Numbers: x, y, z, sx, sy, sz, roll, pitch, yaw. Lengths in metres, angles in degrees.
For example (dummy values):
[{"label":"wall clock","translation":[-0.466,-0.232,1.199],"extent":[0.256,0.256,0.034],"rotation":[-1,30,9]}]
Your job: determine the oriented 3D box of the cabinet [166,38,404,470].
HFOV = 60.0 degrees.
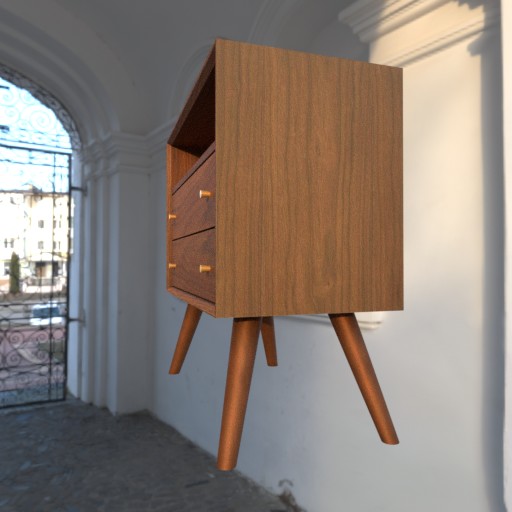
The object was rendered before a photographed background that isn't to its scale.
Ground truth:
[{"label":"cabinet","translation":[0.000,0.000,1.160],"extent":[0.388,0.748,0.712],"rotation":[0,-1,-18]}]
